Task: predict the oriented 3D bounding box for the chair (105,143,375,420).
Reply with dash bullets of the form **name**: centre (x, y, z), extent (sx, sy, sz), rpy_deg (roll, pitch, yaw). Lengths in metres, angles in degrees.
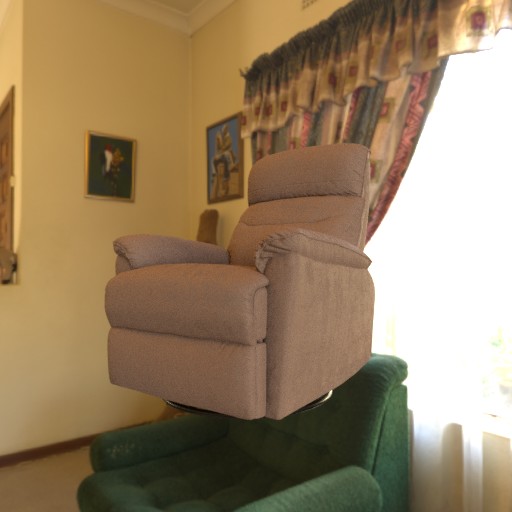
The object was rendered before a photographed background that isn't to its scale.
- **chair**: centre (0.000, 0.000, 1.764), extent (0.820, 1.037, 1.004), rpy_deg (-1, -1, 36)
